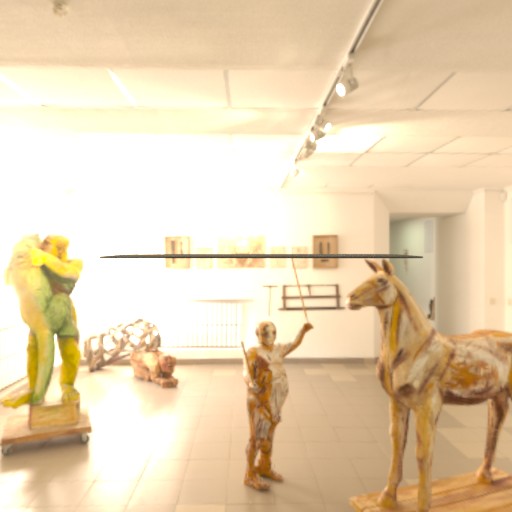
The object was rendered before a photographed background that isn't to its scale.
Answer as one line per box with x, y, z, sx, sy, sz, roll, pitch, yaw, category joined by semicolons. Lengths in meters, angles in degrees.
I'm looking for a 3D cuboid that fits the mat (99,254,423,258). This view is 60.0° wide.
0.000;0.000;1.892;0.918;0.013;1.524;0;0;-2;mat
